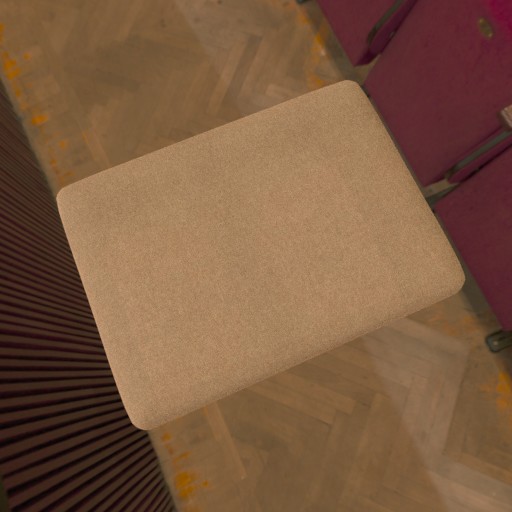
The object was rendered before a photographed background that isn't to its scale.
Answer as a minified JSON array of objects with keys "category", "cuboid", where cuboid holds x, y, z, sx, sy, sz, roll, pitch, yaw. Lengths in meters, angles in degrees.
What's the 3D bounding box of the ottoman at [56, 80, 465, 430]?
[{"category":"ottoman","cuboid":[0.000,0.000,1.214,0.823,0.478,0.610,-23,77,-6]}]
